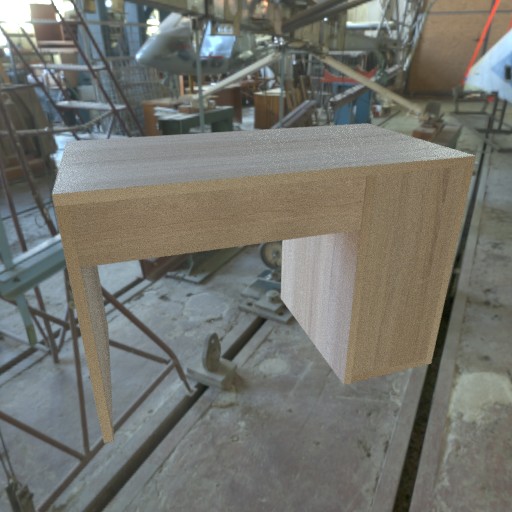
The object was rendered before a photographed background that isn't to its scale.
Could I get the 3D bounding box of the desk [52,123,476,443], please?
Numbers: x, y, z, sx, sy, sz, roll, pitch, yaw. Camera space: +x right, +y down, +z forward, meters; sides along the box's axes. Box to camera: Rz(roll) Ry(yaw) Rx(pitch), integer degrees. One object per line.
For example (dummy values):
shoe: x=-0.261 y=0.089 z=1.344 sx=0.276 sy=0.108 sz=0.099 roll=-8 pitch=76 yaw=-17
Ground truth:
desk: x=0.000 y=0.000 z=1.501 sx=1.100 sy=0.731 sz=0.600 roll=-8 pitch=27 yaw=-16
